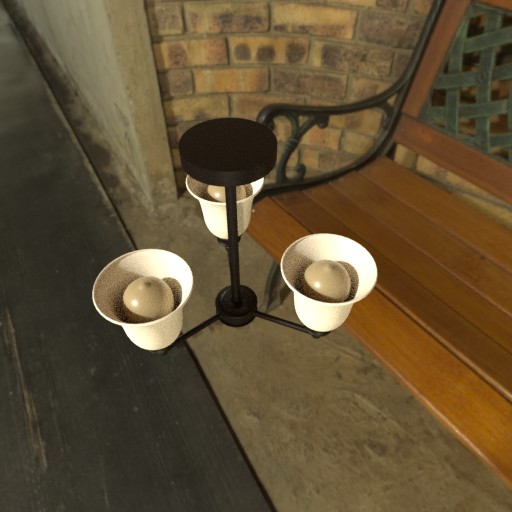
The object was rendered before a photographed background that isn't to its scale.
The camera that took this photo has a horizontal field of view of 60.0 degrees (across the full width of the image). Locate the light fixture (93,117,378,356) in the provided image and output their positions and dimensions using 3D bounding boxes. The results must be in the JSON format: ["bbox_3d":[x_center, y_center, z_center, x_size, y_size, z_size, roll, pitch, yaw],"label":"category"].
[{"bbox_3d":[0.000,0.000,0.663,0.354,0.370,0.388,17,49,15],"label":"light fixture"}]
